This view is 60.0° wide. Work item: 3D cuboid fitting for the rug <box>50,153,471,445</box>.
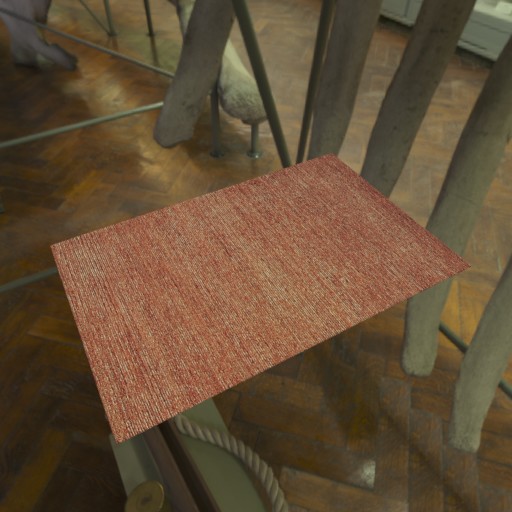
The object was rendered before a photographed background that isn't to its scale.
[{"bbox_3d":[0.000,0.000,2.186,1.747,0.011,1.139,-22,49,-20],"label":"rug"}]
